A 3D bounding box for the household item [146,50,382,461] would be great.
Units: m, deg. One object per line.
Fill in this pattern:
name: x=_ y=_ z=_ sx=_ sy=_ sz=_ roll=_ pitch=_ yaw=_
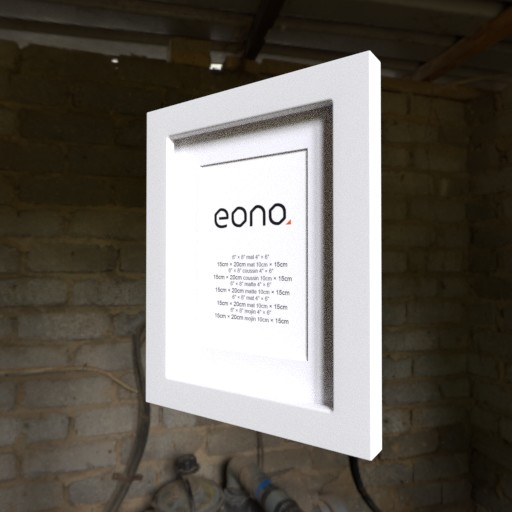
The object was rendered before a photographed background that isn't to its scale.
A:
household item: x=0.000 y=0.000 z=0.344 sx=0.200 sy=0.250 sz=0.045 roll=-1 pitch=-1 yaw=35
